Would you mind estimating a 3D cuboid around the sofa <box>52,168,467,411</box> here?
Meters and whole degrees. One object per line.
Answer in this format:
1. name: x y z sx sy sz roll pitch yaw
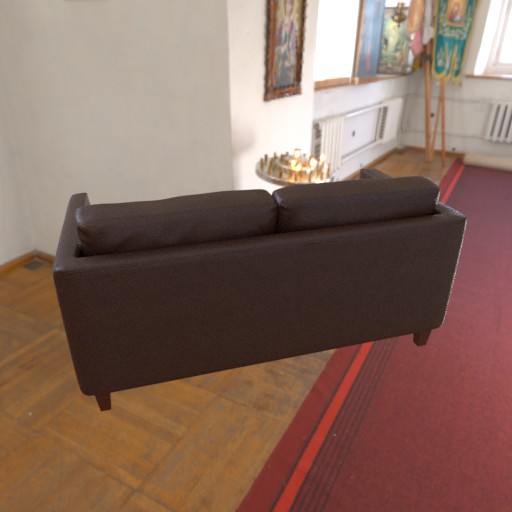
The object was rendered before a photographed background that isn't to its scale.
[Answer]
1. sofa: 0.000 0.000 2.410 1.883 0.933 0.951 -8 28 -14
